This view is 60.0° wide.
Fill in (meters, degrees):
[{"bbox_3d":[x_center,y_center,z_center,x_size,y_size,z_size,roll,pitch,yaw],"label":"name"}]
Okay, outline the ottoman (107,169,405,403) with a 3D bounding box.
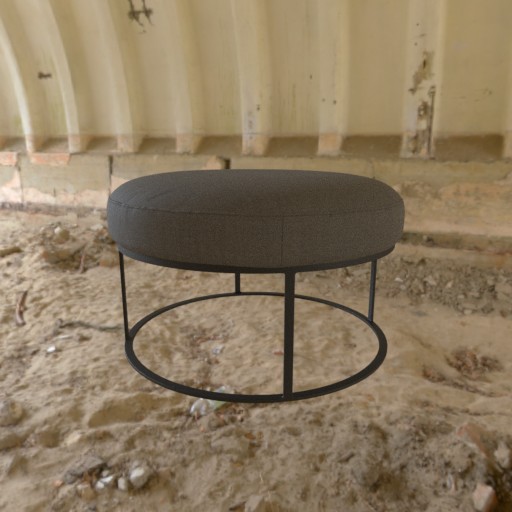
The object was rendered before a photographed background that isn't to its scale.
[{"bbox_3d":[0.000,0.000,1.229,0.772,0.460,0.772,0,13,0],"label":"ottoman"}]
